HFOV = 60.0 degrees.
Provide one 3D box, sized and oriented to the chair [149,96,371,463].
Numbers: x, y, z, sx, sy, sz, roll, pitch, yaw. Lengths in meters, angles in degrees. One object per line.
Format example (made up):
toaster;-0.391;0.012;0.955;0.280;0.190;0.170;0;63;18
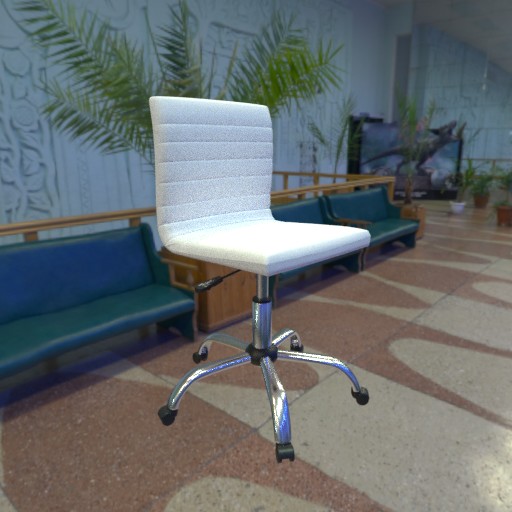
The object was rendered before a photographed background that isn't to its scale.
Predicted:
chair;0.000;0.000;1.143;0.530;0.780;0.556;13;19;43
